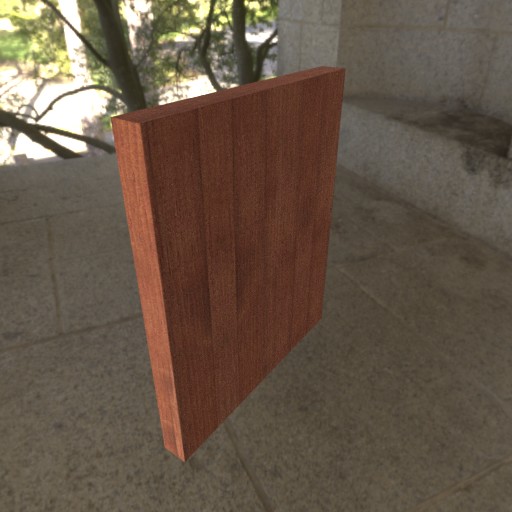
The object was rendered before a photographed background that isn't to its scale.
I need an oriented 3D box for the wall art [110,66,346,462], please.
[{"bbox_3d":[0.000,0.000,0.621,0.039,0.449,0.377,20,36,30],"label":"wall art"}]
